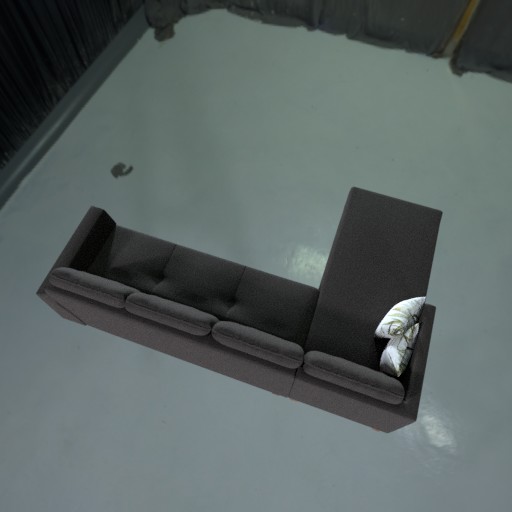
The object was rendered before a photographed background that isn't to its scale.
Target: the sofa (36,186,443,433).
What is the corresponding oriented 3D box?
[{"bbox_3d":[0.000,0.000,3.518,2.679,0.932,1.829,17,64,9],"label":"sofa"}]
